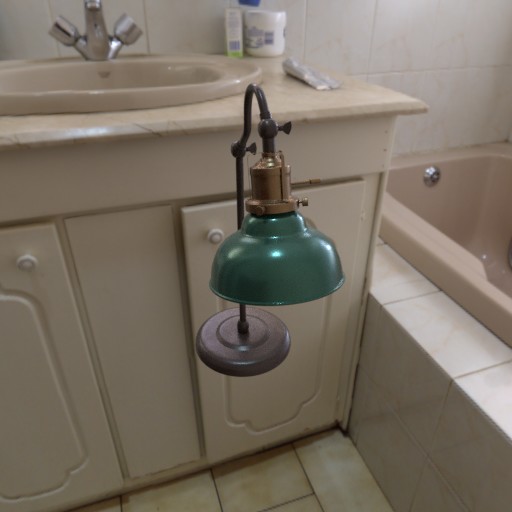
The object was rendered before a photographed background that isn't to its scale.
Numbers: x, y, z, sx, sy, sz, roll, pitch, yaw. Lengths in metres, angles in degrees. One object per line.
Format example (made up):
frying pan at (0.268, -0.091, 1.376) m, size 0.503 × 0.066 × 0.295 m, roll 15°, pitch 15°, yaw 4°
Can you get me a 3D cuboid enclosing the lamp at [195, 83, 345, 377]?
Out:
lamp at (0.000, 0.000, 0.691) m, size 0.192 × 0.508 × 0.374 m, roll -9°, pitch 32°, yaw -14°
